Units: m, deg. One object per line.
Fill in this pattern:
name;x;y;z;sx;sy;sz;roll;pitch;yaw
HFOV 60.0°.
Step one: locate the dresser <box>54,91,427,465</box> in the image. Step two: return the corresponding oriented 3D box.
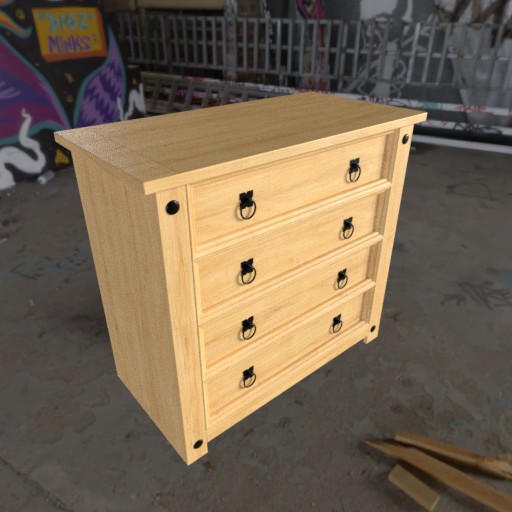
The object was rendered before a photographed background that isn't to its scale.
dresser;0.000;0.000;1.225;0.800;0.730;0.410;-23;37;-34
